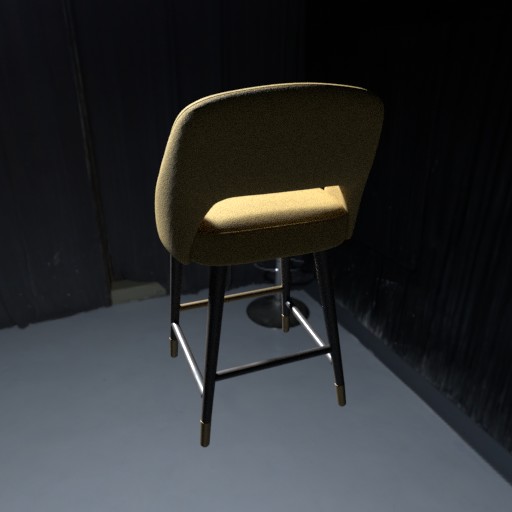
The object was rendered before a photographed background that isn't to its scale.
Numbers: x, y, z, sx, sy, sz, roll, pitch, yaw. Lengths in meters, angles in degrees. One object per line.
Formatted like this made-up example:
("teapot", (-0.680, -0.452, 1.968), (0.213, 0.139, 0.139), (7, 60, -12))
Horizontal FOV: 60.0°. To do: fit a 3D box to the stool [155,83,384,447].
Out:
("stool", (0.000, 0.000, 1.252), (0.536, 0.939, 0.522), (-9, 26, -19))
